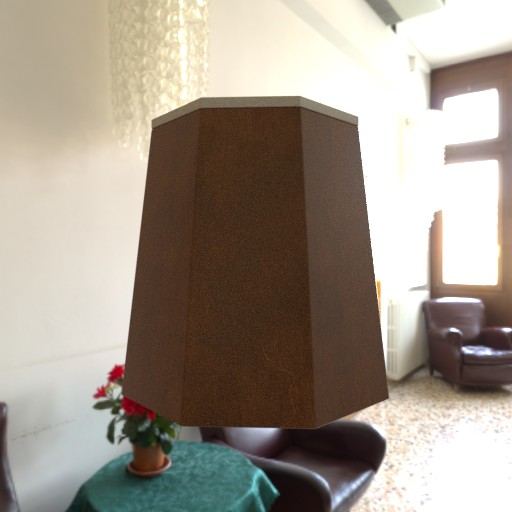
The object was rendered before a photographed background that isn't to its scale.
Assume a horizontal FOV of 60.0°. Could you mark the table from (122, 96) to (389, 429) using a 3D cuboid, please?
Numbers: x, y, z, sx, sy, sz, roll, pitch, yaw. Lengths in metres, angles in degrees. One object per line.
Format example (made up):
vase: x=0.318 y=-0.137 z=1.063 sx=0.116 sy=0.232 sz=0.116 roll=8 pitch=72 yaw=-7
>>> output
table: x=0.000 y=0.000 z=0.805 sx=0.439 sy=0.457 sz=0.439 roll=0 pitch=0 yaw=1
